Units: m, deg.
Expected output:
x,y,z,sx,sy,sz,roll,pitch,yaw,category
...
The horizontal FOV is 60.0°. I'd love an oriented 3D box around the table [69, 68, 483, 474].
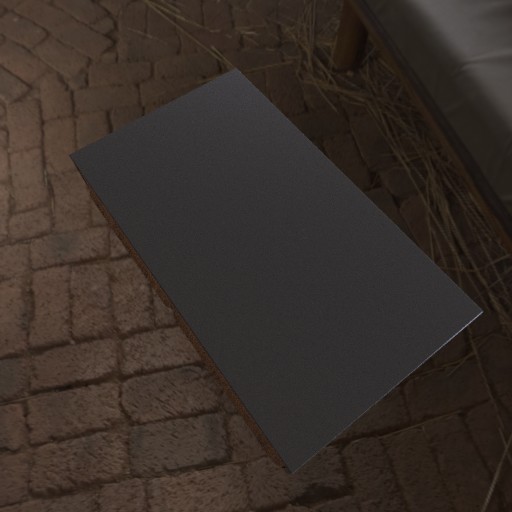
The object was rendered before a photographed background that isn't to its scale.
x,y,z,sx,sy,sz,roll,pitch,yaw,category
0.000,0.000,1.548,0.703,0.404,1.201,-34,69,-15,table
